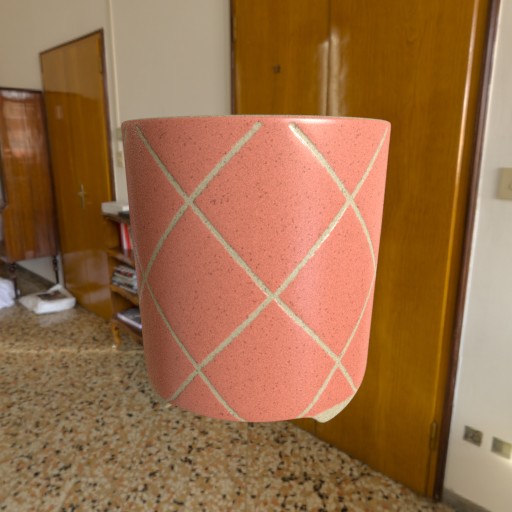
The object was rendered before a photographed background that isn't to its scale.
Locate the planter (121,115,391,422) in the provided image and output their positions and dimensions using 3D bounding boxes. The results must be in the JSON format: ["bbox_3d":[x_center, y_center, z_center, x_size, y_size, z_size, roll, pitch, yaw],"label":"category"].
[{"bbox_3d":[0.000,0.000,0.349,0.191,0.200,0.191,0,14,0],"label":"planter"}]
